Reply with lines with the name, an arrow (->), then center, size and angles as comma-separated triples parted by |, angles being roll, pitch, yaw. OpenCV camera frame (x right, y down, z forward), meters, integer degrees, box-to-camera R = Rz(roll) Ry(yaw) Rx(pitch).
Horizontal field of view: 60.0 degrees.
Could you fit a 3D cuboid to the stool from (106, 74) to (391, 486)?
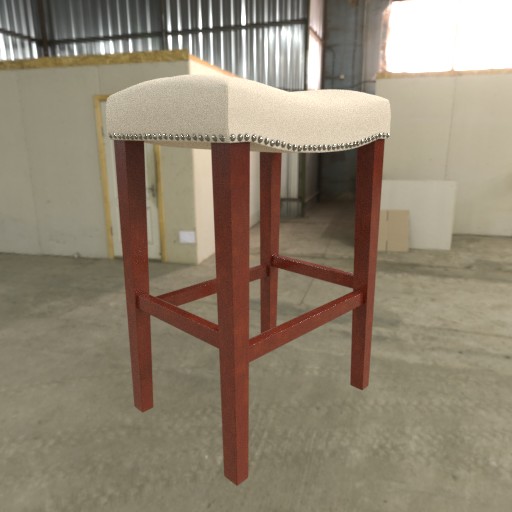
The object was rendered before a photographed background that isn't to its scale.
stool -> 0.000, 0.000, 1.025 | 0.372, 0.742, 0.504 | 15, 21, 42
